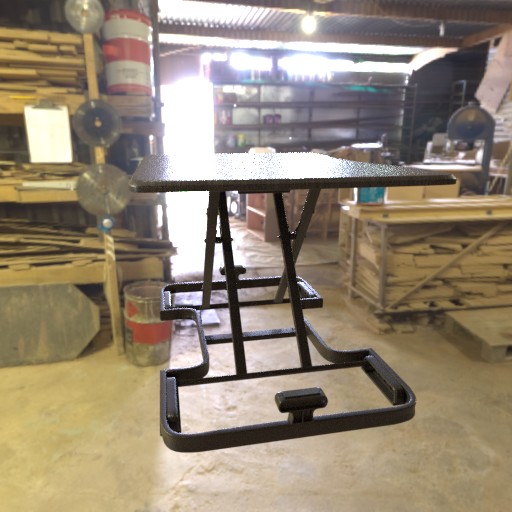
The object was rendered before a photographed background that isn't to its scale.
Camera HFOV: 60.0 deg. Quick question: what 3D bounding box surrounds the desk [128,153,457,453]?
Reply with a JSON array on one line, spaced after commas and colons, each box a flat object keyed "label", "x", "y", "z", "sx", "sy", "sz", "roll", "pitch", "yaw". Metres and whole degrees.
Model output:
[{"label": "desk", "x": 0.000, "y": 0.000, "z": 1.122, "sx": 0.546, "sy": 0.470, "sz": 0.820, "roll": -3, "pitch": 16, "yaw": -11}]
